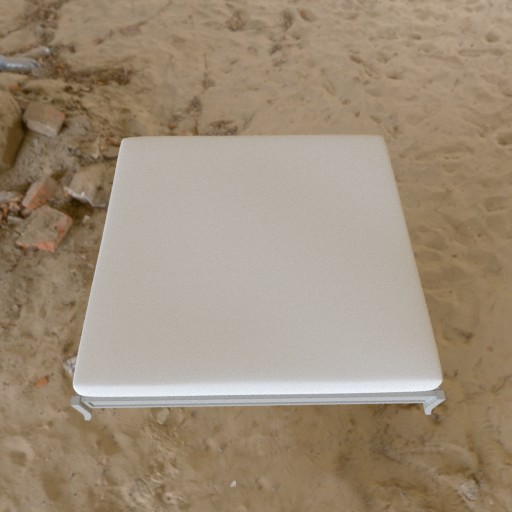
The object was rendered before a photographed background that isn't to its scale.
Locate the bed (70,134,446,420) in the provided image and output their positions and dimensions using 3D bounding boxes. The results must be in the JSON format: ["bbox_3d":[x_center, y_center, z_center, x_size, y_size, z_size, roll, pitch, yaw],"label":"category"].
[{"bbox_3d":[0.000,0.000,3.020,2.108,0.510,2.007,-1,58,0],"label":"bed"}]
